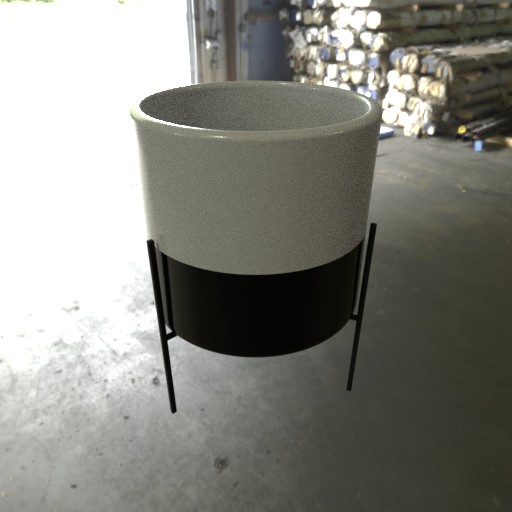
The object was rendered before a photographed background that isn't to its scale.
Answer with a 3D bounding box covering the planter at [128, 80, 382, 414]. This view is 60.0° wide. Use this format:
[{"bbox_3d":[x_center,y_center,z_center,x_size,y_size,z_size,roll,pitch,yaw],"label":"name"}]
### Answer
[{"bbox_3d":[0.000,0.000,0.642,0.310,0.432,0.310,20,36,30],"label":"planter"}]
